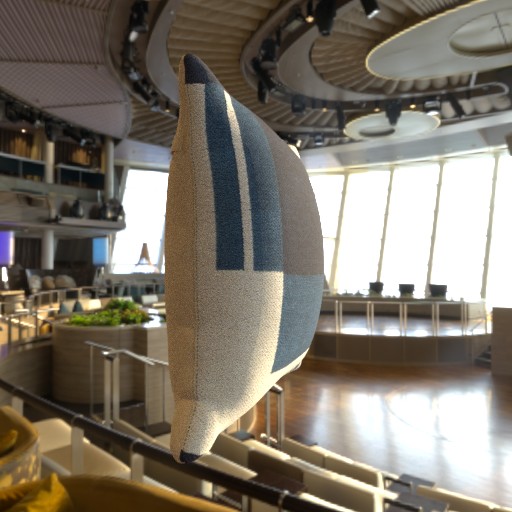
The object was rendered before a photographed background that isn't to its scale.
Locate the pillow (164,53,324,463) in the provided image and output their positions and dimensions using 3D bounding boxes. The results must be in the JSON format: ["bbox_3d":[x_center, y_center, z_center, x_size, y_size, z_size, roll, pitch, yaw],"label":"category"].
[{"bbox_3d":[0.000,0.000,0.774,0.229,0.506,0.536,0,-1,19],"label":"pillow"}]
